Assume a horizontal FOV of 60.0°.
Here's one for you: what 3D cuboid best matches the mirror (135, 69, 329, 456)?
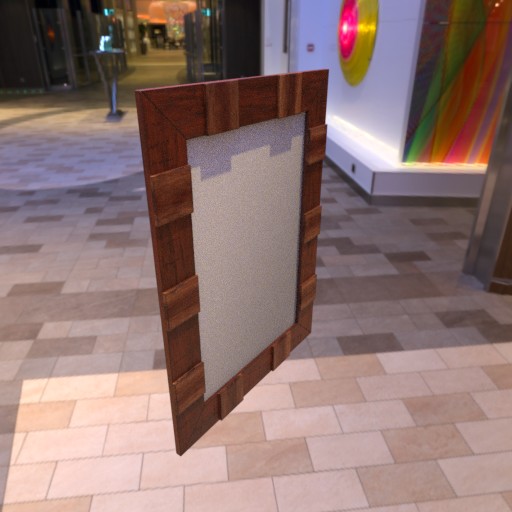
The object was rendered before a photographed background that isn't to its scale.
[{"bbox_3d":[0.000,0.000,1.073,0.021,0.805,0.600,18,32,32],"label":"mirror"}]
